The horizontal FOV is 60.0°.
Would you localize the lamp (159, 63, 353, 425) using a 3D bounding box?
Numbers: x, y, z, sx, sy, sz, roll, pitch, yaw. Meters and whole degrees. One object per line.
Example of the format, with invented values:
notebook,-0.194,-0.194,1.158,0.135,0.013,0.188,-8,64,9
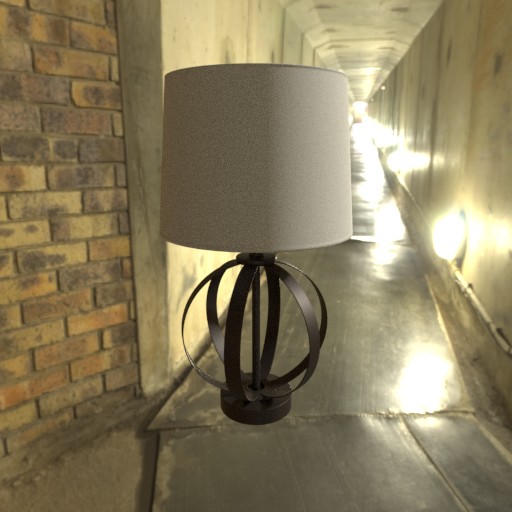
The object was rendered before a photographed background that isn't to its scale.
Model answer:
lamp,0.000,0.000,0.682,0.286,0.510,0.286,0,14,0
